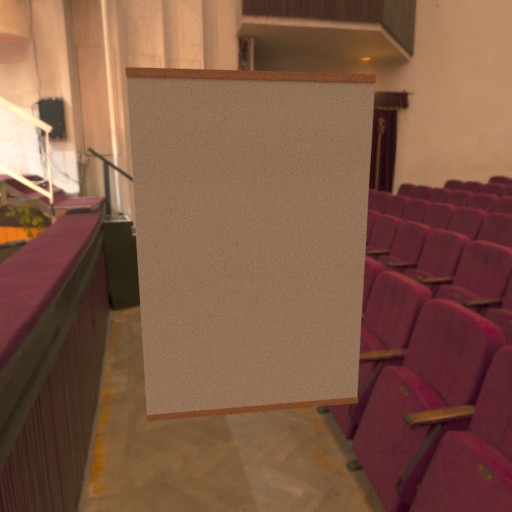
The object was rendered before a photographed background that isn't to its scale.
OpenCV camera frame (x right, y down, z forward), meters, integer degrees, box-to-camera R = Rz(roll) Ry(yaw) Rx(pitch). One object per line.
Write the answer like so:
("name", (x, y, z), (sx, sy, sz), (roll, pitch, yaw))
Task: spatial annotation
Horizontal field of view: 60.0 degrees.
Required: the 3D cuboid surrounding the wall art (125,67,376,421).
("wall art", (0.000, 0.000, 1.951), (1.019, 1.527, 0.019), (-2, 13, -9))
